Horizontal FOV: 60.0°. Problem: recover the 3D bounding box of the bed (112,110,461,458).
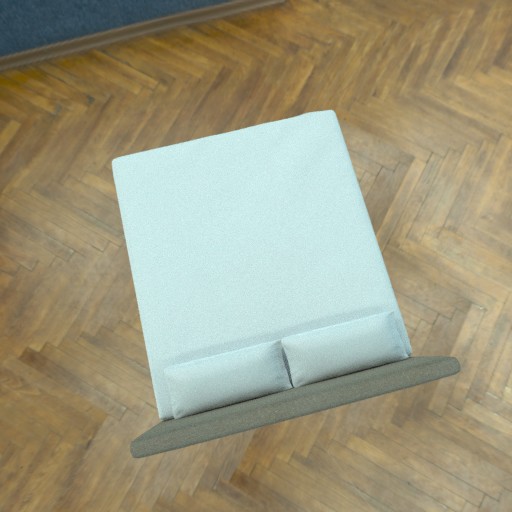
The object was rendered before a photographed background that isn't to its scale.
[{"bbox_3d":[0.000,0.000,3.498,2.119,1.317,2.341,-14,77,-3],"label":"bed"}]
